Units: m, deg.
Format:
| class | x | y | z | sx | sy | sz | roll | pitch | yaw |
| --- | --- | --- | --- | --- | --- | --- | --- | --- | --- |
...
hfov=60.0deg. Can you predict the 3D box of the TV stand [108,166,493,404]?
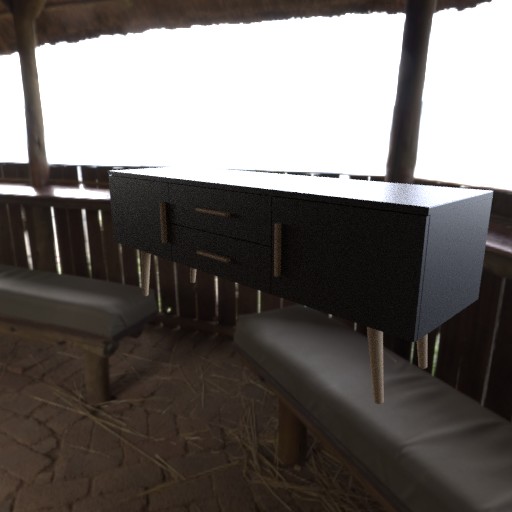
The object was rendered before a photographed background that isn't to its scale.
| class | x | y | z | sx | sy | sz | roll | pitch | yaw |
| --- | --- | --- | --- | --- | --- | --- | --- | --- | --- |
| TV stand | 0.000 | 0.000 | 1.502 | 0.390 | 0.518 | 1.312 | -15 | 21 | -43 |
